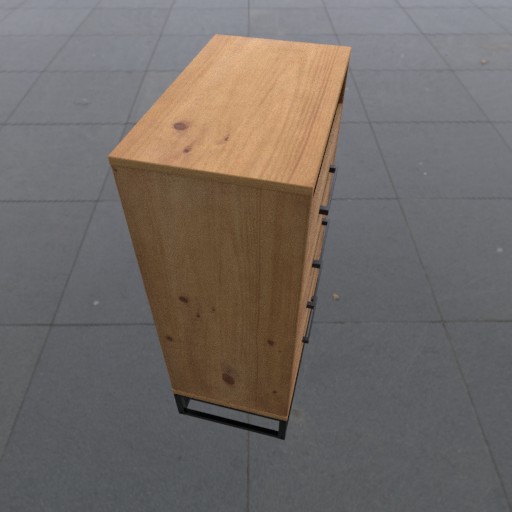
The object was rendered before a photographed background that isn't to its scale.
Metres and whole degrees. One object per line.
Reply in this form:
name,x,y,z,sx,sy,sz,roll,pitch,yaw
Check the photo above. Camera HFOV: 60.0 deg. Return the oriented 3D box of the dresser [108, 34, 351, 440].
dresser,0.000,0.000,1.617,0.479,1.240,0.761,10,46,10
